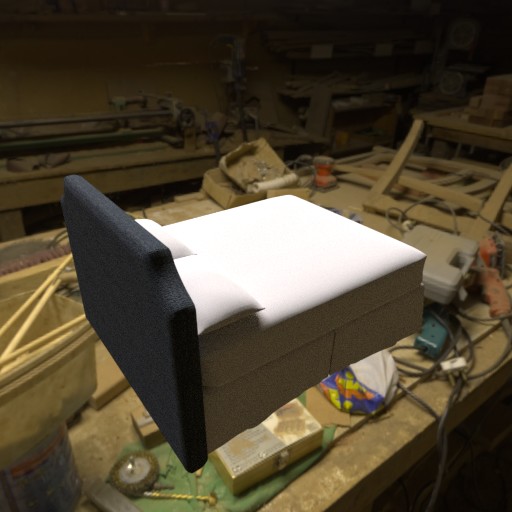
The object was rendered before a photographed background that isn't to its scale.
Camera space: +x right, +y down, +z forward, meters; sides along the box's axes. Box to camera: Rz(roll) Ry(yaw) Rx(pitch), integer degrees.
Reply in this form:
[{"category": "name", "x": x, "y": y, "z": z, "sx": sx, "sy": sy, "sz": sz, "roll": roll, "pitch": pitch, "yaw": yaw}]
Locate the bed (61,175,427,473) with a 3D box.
[{"category": "bed", "x": 0.000, "y": 0.000, "z": 3.323, "sx": 2.208, "sy": 1.297, "sz": 1.828, "roll": -19, "pitch": 33, "yaw": -31}]
